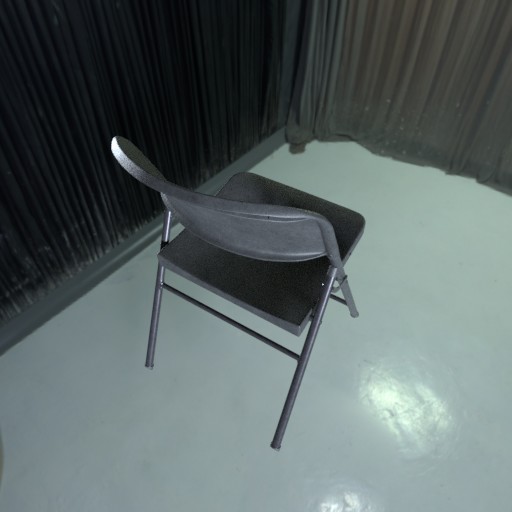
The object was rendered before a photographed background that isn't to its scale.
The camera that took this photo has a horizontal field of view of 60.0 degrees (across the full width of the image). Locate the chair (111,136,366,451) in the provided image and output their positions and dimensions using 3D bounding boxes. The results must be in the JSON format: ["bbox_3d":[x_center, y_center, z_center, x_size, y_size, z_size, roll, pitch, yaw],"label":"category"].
[{"bbox_3d":[0.000,0.000,1.174,0.494,0.810,0.566,25,51,22],"label":"chair"}]
